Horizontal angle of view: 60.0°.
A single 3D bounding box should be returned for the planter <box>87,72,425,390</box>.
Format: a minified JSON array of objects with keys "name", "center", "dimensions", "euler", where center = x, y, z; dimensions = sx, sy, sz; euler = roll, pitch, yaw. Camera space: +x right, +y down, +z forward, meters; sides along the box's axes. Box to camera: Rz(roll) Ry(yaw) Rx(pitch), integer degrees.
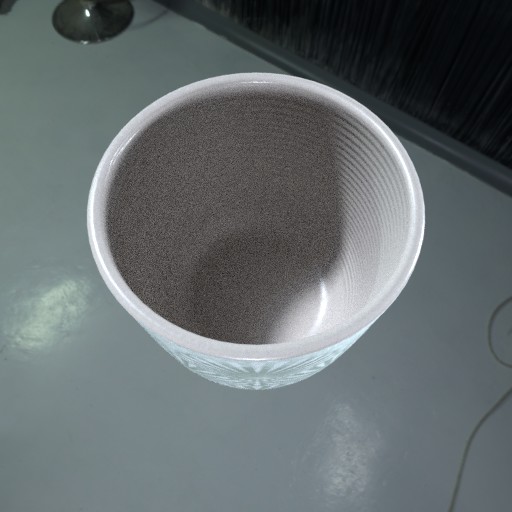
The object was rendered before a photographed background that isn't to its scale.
[{"name":"planter","center":[0.000,0.000,0.212],"dimensions":[0.124,0.109,0.124],"euler":[0,64,0]}]
